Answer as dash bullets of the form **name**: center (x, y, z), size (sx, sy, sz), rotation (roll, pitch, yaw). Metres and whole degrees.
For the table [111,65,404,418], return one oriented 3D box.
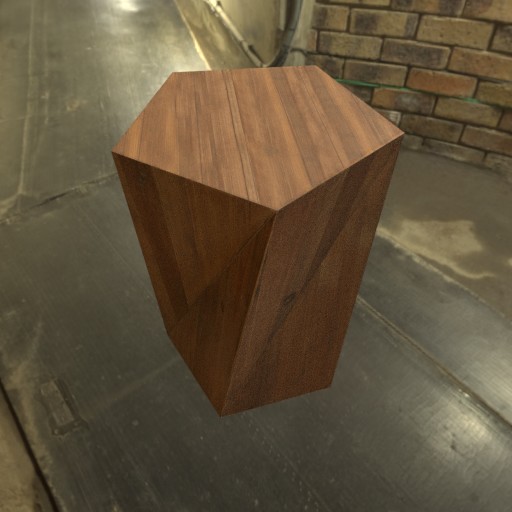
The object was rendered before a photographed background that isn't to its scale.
- **table**: center (0.000, 0.000, 0.892), size (0.441, 0.604, 0.425), rotation (10, 47, 9)
